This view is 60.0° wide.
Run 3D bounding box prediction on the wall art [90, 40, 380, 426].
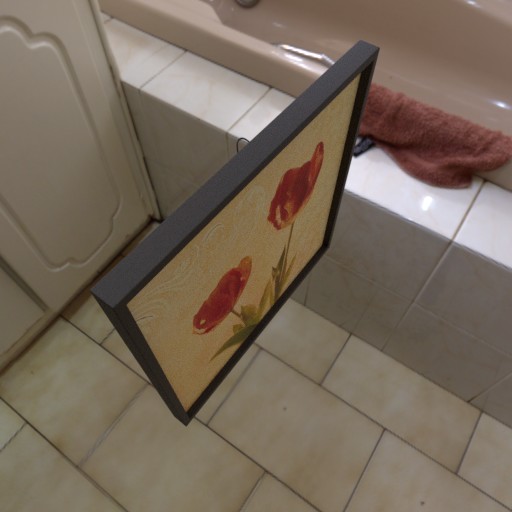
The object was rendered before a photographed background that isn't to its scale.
[{"bbox_3d":[0.000,0.000,0.507,0.038,0.349,0.349,32,63,19],"label":"wall art"}]
